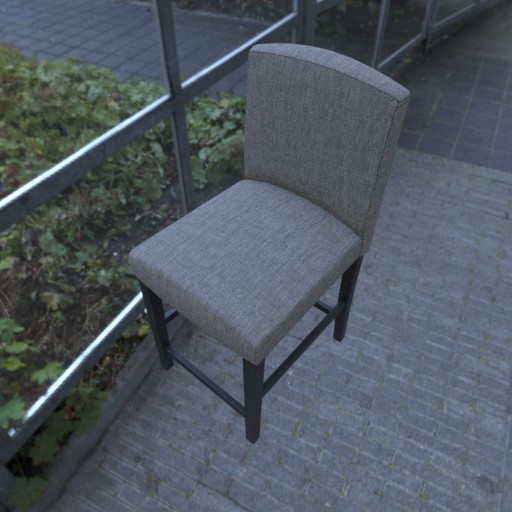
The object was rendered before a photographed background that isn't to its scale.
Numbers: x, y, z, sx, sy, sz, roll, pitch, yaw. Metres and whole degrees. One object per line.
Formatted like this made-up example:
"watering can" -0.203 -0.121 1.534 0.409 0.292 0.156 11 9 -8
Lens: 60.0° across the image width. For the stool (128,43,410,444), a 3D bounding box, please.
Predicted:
"stool" 0.000 0.000 1.237 0.451 0.966 0.552 31 52 27
